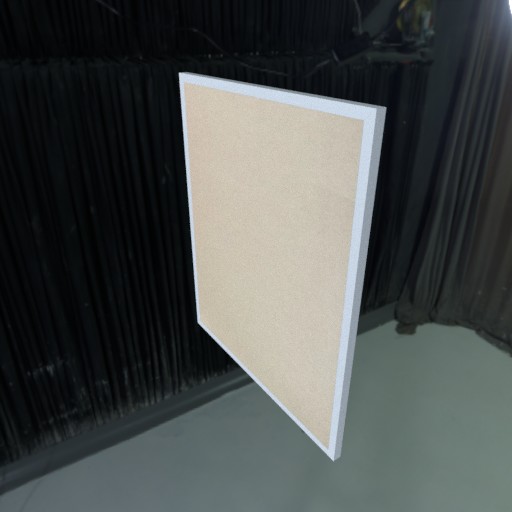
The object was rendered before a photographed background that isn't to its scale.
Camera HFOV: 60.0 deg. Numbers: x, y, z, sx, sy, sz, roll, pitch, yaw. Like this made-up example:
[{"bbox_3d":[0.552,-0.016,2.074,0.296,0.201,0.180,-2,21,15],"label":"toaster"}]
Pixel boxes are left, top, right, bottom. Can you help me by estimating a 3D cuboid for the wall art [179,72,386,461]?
[{"bbox_3d":[0.000,0.000,0.631,0.013,0.456,0.382,-18,33,-31],"label":"wall art"}]
